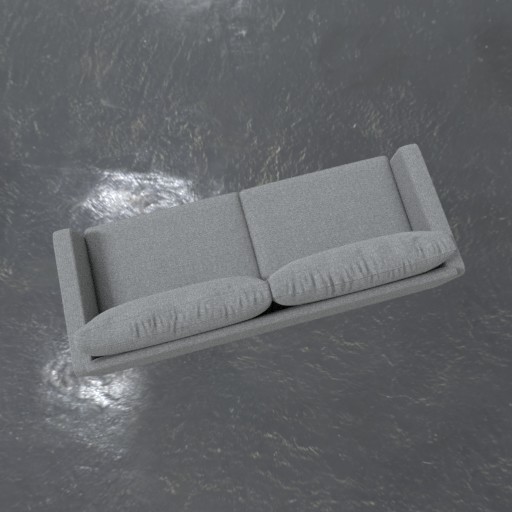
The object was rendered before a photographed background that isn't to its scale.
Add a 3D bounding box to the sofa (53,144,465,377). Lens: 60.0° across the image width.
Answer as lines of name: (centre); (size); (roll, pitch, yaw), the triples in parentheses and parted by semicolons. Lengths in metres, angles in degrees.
sofa: (0.000, 0.000, 2.669); (2.200, 0.880, 0.880); (-14, 77, -4)
